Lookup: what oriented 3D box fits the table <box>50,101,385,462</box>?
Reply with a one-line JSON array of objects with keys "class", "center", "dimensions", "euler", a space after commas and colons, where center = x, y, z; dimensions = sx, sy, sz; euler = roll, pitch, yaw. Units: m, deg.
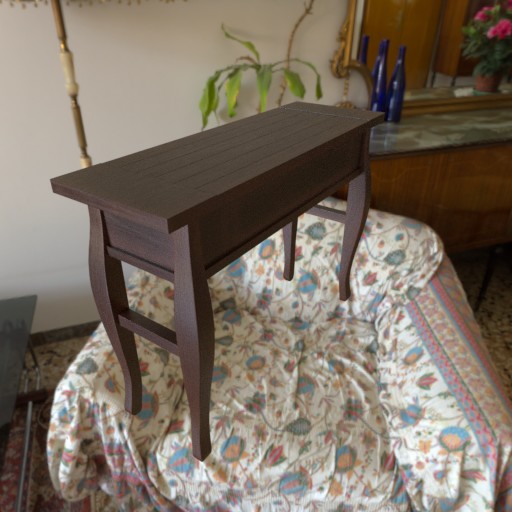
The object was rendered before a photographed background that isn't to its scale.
[{"class": "table", "center": [0.000, 0.000, 1.445], "dimensions": [0.373, 0.768, 1.062], "euler": [19, 35, 30]}]
